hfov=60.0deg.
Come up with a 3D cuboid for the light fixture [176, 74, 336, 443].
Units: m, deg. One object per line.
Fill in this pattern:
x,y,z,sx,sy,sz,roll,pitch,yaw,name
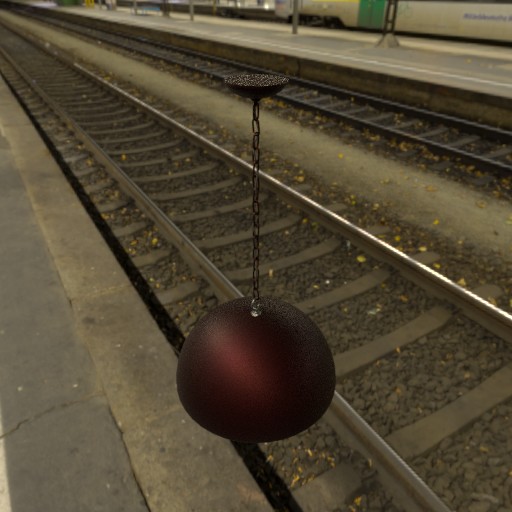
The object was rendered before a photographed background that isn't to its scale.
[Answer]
0.000,0.000,1.161,0.492,0.869,0.492,22,37,32,light fixture
